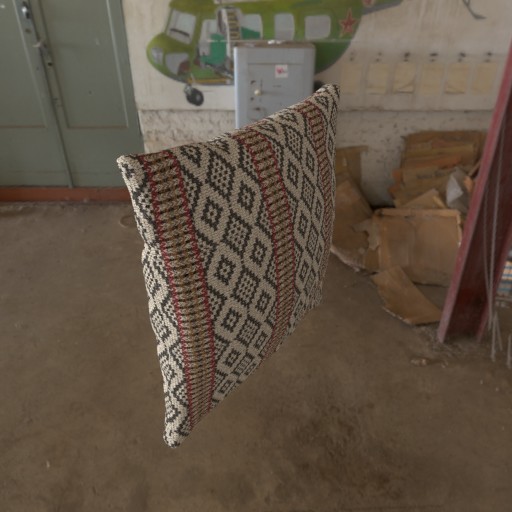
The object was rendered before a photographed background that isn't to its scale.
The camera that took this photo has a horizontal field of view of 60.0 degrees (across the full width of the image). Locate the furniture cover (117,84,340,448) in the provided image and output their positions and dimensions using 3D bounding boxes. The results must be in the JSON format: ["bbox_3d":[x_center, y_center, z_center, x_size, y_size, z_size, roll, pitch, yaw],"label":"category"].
[{"bbox_3d":[0.000,0.000,0.786,0.182,0.506,0.503,21,37,30],"label":"furniture cover"}]
